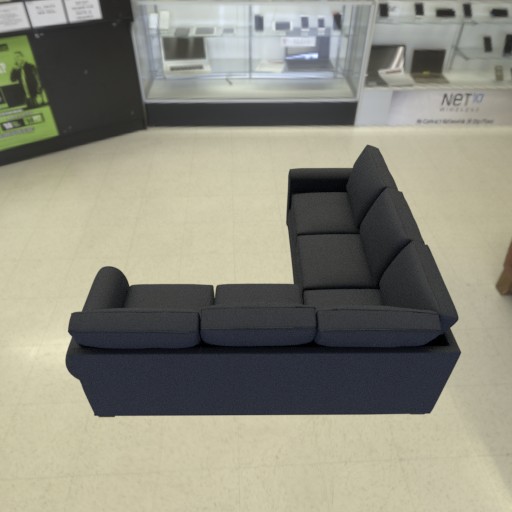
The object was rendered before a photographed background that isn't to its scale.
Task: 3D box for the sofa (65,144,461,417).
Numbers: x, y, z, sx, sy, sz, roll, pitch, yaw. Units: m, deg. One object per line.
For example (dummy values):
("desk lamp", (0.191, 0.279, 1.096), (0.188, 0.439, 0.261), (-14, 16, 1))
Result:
("sofa", (0.000, 0.000, 3.875), (2.562, 1.042, 2.487), (0, 41, 0))
